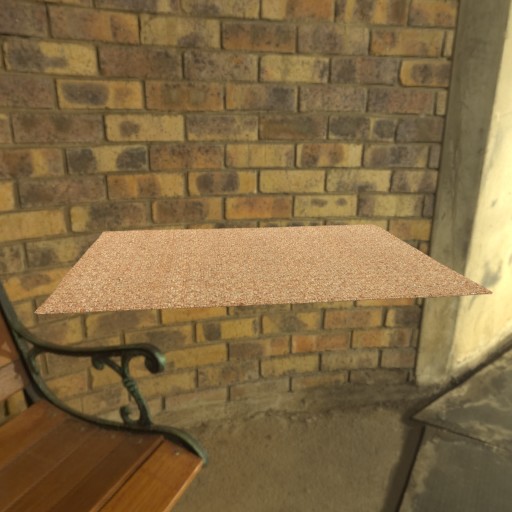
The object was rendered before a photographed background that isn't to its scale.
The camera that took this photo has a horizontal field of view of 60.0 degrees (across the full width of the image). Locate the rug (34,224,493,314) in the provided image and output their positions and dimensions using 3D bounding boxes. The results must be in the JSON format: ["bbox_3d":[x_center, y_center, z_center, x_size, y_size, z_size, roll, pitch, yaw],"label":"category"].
[{"bbox_3d":[0.000,0.000,2.753,2.141,0.013,1.566,-2,17,-7],"label":"rug"}]
